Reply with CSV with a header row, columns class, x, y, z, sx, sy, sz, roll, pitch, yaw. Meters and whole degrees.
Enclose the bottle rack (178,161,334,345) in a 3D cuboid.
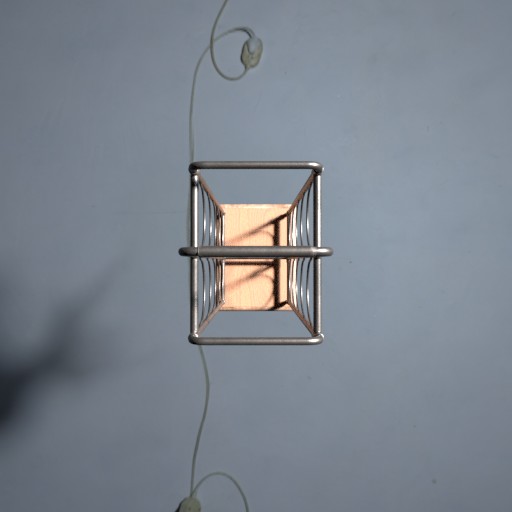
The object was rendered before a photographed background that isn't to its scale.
class,x,y,z,sx,sy,sz,roll,pitch,yaw
bottle rack,0.000,0.000,0.821,0.208,0.680,0.276,0,89,0
